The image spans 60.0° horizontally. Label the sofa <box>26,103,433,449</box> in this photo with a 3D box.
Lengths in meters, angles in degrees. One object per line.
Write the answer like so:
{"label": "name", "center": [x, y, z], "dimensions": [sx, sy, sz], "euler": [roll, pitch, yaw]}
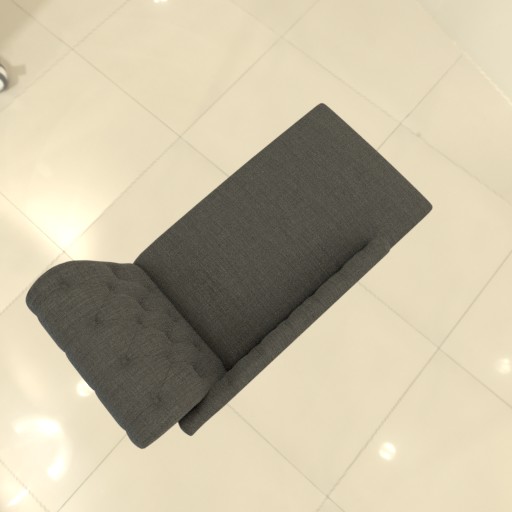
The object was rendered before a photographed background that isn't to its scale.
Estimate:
{"label": "sofa", "center": [0.000, 0.000, 1.737], "dimensions": [1.379, 0.787, 0.675], "euler": [-41, 79, -10]}
